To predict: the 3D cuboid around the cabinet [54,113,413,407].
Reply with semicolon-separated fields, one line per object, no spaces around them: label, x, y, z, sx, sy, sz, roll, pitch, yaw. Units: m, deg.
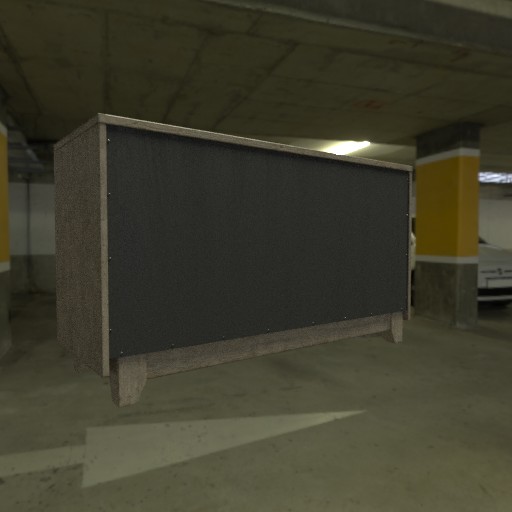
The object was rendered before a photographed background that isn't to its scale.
cabinet;0.000;0.000;1.861;1.460;0.825;0.511;-2;3;-37
